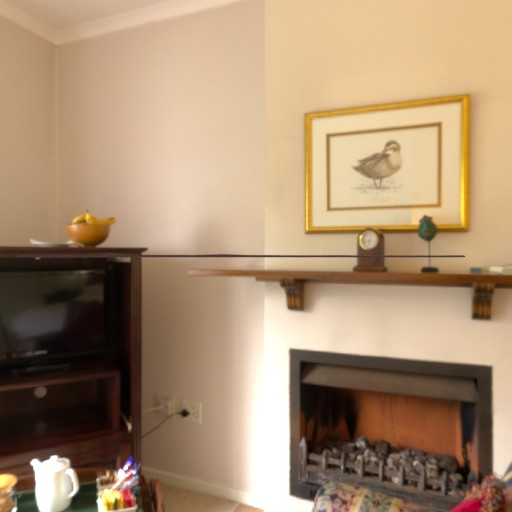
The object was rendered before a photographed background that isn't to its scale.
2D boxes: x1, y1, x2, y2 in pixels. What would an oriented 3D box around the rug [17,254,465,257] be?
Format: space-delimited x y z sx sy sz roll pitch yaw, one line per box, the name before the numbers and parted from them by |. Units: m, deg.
rug | 0.000 0.000 2.469 2.283 0.016 0.602 0 0 -16
